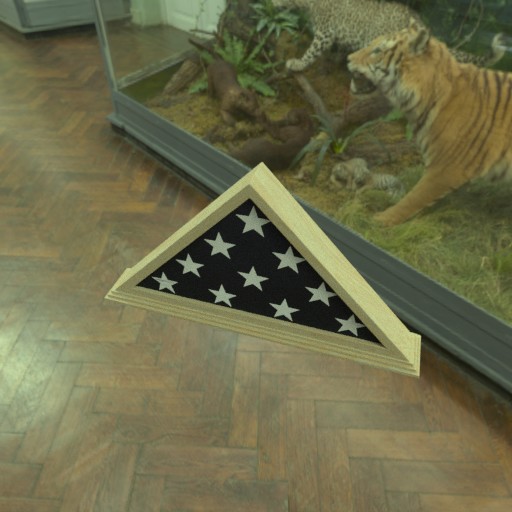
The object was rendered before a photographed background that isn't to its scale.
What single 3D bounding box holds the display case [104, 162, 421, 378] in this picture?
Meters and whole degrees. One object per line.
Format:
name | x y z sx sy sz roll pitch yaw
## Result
display case | 0.000 0.000 0.785 0.640 0.340 0.095 12 43 13
